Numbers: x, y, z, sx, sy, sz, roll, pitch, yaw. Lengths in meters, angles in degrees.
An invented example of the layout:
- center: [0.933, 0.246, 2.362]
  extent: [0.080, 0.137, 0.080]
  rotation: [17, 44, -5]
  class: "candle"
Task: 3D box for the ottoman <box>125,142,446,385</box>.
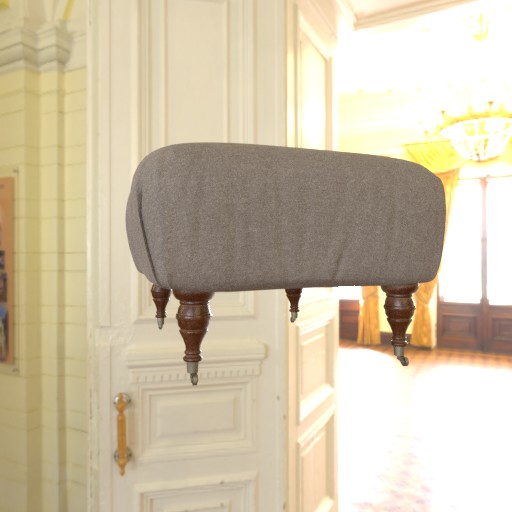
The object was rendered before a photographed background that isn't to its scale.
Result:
- center: [0.000, 0.000, 1.122]
  extent: [0.622, 0.450, 0.747]
  rotation: [0, 0, -18]
  class: "ottoman"
